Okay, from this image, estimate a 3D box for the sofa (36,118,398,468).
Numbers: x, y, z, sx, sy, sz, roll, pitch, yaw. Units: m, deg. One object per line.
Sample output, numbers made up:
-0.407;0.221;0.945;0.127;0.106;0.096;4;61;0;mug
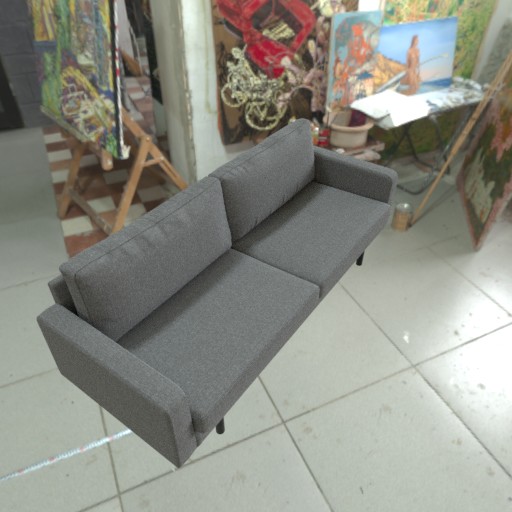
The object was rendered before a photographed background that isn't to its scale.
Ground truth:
0.000;0.000;2.586;0.880;0.880;2.200;25;46;27;sofa
